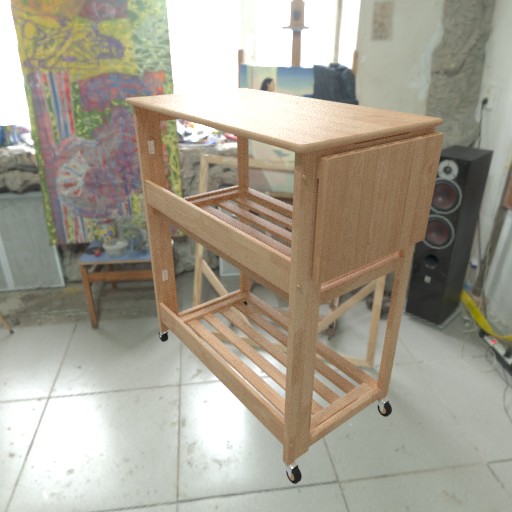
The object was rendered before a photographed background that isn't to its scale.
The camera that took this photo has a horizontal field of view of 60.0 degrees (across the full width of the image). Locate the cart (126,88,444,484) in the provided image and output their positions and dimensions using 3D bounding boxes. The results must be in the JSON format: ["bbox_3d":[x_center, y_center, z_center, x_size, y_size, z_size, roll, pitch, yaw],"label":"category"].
[{"bbox_3d":[0.000,0.000,1.352,0.432,0.879,0.853,-19,33,-33],"label":"cart"}]
